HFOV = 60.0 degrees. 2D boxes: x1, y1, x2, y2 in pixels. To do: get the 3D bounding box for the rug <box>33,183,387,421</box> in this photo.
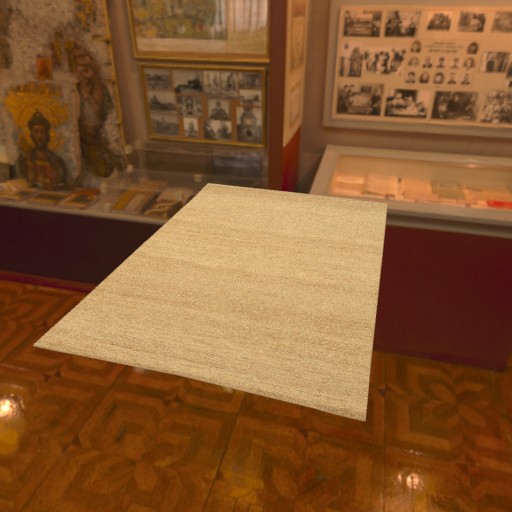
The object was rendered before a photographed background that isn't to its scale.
[{"bbox_3d":[0.000,0.000,2.912,1.596,0.030,2.283,9,31,14],"label":"rug"}]
